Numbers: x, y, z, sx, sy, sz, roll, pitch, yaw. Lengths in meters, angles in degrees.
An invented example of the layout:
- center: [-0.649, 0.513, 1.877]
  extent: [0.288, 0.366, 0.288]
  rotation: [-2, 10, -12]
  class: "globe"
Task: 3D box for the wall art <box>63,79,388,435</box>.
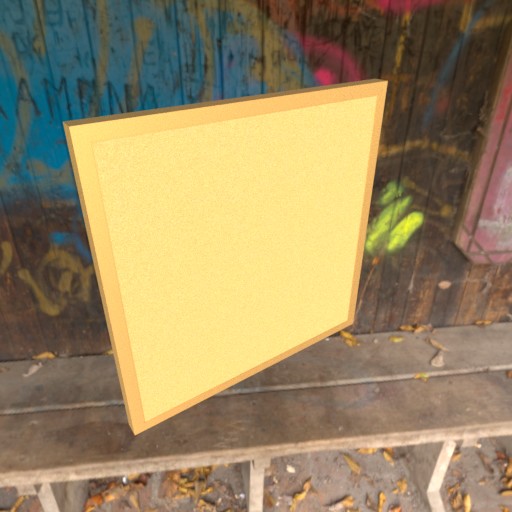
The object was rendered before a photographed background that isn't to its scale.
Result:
- center: [0.000, 0.000, 2.807]
  extent: [1.926, 1.926, 0.099]
  rotation: [-20, 36, -29]
  class: "wall art"
